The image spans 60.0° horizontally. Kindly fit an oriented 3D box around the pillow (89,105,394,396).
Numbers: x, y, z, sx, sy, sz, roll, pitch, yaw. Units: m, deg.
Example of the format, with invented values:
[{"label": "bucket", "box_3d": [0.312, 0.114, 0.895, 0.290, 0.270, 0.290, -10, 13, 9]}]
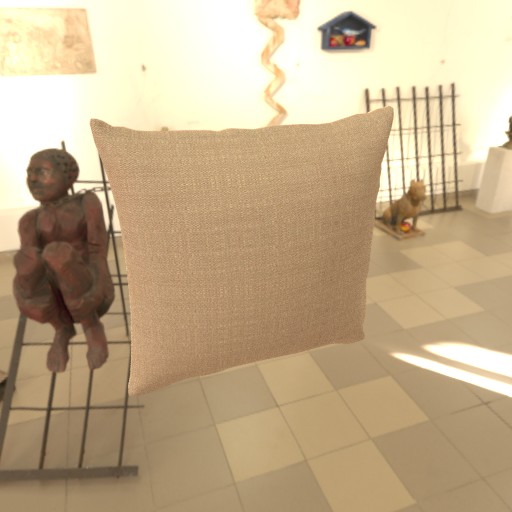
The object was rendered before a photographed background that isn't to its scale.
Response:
[{"label": "pillow", "box_3d": [0.000, 0.000, 0.819, 0.521, 0.519, 0.215, -9, 28, -18]}]
